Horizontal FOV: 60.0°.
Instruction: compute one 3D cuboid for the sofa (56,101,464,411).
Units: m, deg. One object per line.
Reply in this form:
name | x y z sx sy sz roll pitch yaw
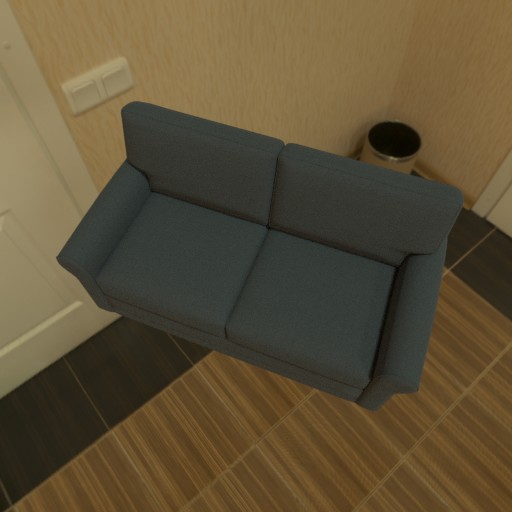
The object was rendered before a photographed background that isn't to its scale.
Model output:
sofa | 0.000 0.000 2.471 1.930 1.020 0.940 18 60 11
